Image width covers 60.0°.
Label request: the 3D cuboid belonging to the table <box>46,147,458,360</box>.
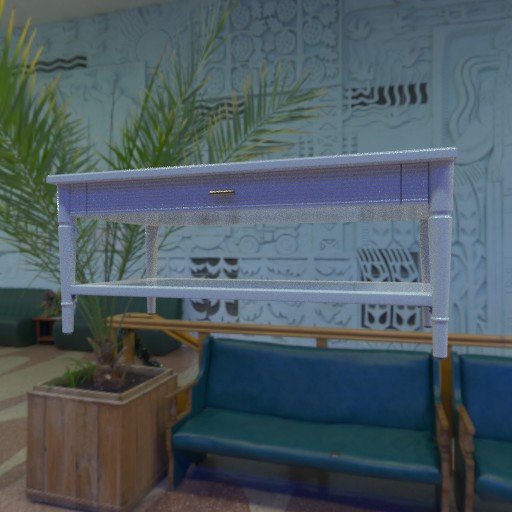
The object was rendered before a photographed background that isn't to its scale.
[{"bbox_3d":[0.000,0.000,1.355,1.067,0.457,0.559,0,0,18],"label":"table"}]
